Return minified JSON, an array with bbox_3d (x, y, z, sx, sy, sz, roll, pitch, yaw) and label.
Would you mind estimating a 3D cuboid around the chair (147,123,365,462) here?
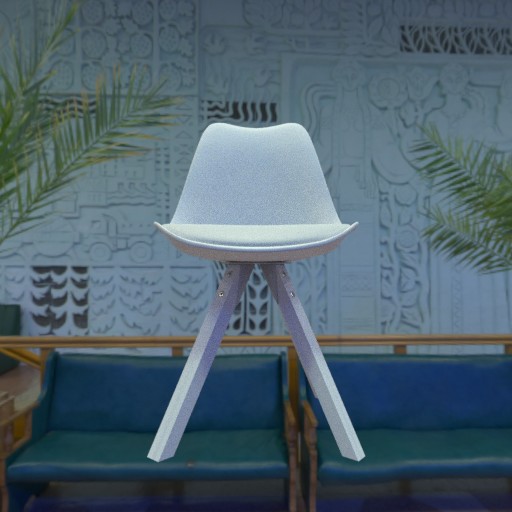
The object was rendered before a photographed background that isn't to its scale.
[{"bbox_3d":[0.000,0.000,1.151,0.485,0.850,0.550,0,-1,0],"label":"chair"}]
